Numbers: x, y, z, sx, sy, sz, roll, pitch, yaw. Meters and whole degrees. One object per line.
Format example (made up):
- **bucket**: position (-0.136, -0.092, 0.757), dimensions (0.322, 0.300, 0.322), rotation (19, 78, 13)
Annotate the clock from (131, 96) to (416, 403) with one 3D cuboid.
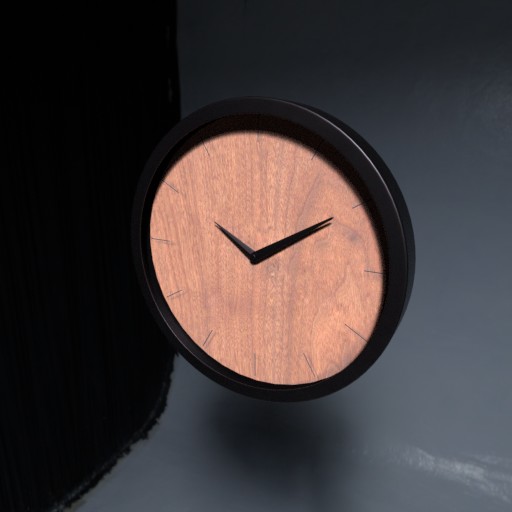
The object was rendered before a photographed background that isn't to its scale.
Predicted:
- **clock**: position (0.000, 0.000, 0.465), dimensions (0.314, 0.314, 0.040), rotation (8, 17, 28)
